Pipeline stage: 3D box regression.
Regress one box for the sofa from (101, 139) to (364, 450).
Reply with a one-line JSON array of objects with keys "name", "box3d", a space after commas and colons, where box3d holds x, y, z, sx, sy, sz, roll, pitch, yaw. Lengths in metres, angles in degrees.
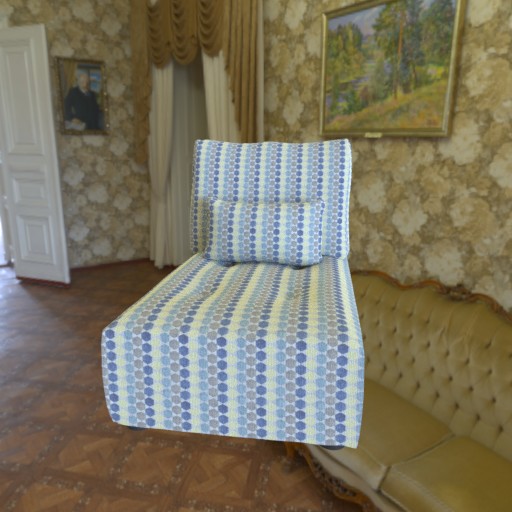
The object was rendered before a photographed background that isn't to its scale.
[{"name": "sofa", "box3d": [0.000, 0.000, 1.586, 0.700, 0.820, 1.000, 2, 14, 8]}]
